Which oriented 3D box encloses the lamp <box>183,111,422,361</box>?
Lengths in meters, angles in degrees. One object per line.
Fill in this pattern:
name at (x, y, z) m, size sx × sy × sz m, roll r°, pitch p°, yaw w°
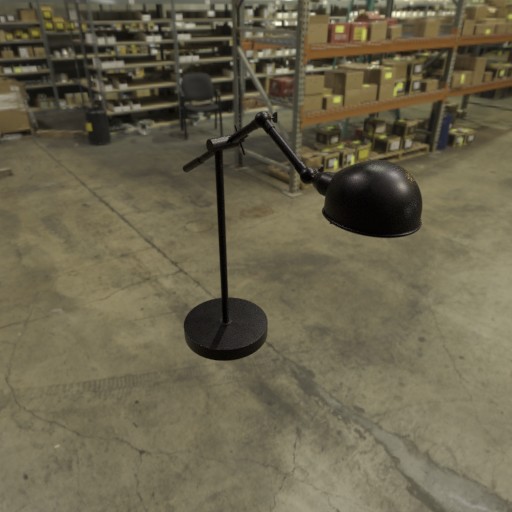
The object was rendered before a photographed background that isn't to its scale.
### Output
lamp at (0.000, 0.000, 0.798) m, size 0.185 × 0.495 × 0.567 m, roll -21°, pitch 36°, yaw -32°
